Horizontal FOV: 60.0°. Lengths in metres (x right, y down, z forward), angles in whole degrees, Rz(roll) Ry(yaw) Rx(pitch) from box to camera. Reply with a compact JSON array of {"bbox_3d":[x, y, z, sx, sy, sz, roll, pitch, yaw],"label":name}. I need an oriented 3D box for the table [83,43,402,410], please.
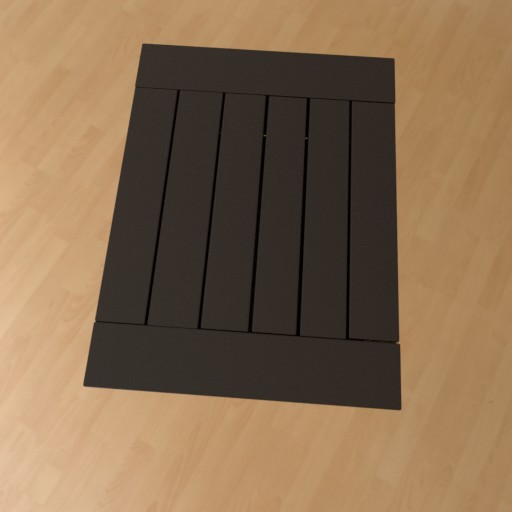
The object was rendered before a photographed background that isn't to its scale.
[{"bbox_3d":[0.000,0.000,1.007,0.460,0.604,0.602,4,74,1],"label":"table"}]
